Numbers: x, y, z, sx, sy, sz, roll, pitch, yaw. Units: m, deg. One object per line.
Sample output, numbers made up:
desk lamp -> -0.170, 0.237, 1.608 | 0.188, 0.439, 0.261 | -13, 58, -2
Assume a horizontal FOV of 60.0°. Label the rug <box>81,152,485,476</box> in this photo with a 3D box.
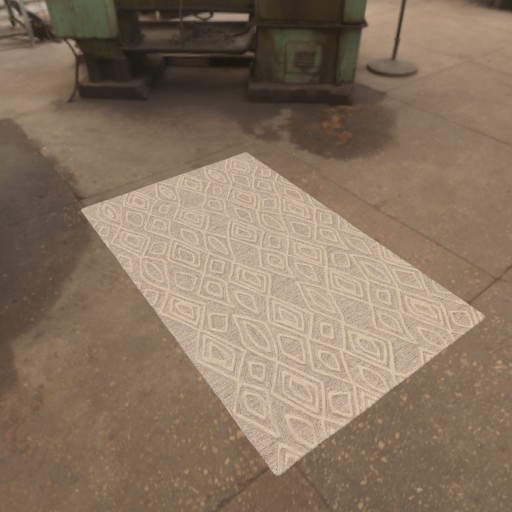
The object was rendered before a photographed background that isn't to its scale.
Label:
rug -> 0.000, 0.000, 2.971 | 1.546, 0.010, 2.442 | -25, 47, -26
